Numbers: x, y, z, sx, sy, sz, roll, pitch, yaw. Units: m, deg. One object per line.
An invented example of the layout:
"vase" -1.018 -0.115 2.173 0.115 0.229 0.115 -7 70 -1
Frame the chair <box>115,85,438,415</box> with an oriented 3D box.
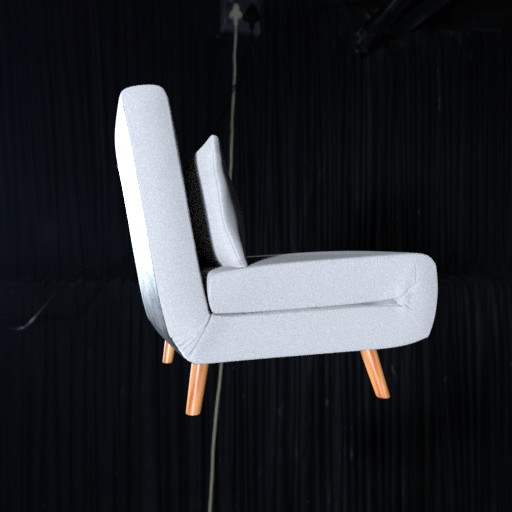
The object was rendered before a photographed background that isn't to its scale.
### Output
"chair" 0.000 0.000 1.490 0.902 0.808 0.770 0 0 -18
